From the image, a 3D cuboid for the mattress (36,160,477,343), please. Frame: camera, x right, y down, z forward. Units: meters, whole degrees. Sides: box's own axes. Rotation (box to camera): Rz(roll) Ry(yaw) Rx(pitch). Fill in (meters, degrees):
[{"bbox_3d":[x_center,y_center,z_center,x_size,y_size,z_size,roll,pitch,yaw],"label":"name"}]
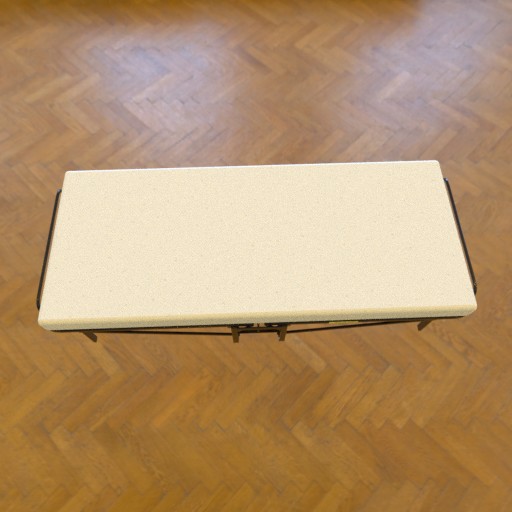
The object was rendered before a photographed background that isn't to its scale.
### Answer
[{"bbox_3d":[0.000,0.000,2.503,2.153,0.519,0.922,-2,64,-1],"label":"mattress"}]
